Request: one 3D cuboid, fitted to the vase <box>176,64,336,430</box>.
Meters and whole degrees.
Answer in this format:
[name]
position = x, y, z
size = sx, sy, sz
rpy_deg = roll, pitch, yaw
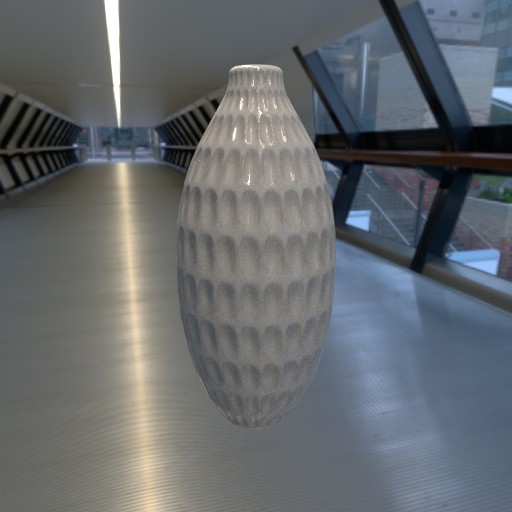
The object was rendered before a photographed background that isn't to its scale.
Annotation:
[vase]
position = 0.000, 0.000, 0.358
size = 0.127, 0.282, 0.127
rpy_deg = 0, 15, 0
